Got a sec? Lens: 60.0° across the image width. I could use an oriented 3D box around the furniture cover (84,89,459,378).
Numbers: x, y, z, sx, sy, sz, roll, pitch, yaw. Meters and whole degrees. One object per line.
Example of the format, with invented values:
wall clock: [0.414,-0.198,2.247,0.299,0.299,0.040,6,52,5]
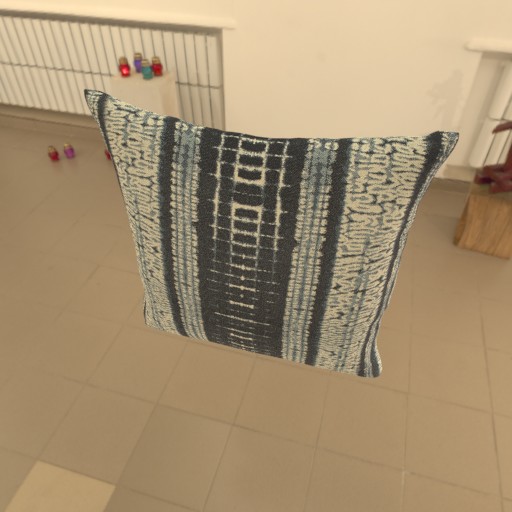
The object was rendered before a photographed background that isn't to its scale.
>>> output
furniture cover: [0.000,0.000,0.629,0.425,0.435,0.133,11,44,11]
